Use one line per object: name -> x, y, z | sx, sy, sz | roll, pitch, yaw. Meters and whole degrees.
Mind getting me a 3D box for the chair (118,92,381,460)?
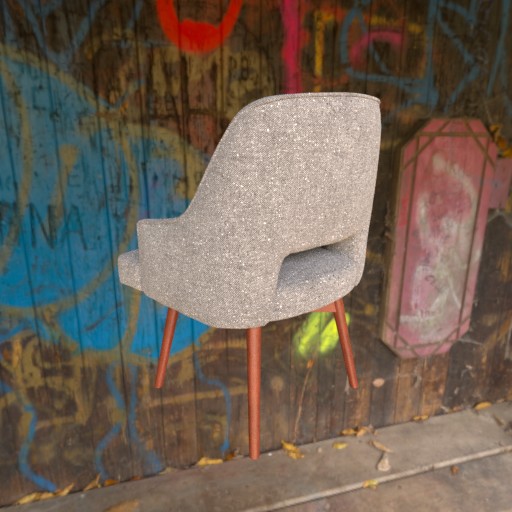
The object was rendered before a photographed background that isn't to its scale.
chair -> 0.000, 0.000, 1.304 | 0.608, 0.875, 0.629 | -16, 23, -42
